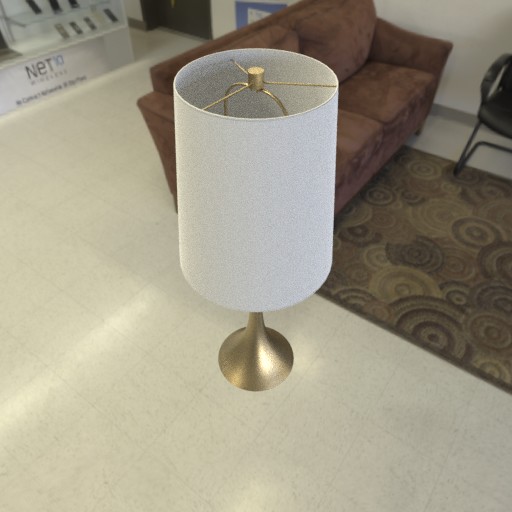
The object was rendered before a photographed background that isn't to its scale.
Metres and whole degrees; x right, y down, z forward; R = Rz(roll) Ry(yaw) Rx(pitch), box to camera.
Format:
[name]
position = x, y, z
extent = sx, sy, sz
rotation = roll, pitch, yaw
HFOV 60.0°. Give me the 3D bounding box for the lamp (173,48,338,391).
[lamp]
position = 0.000, 0.000, 0.682
extent = 0.231, 0.569, 0.231
rotation = 0, 45, 0
